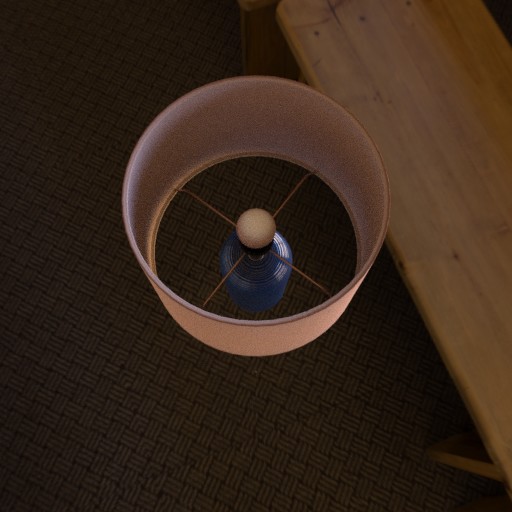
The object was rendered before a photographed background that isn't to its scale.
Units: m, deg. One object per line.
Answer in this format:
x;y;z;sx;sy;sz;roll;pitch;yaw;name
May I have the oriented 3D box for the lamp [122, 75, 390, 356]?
0.000;0.000;0.822;0.367;0.609;0.367;0;75;0;lamp
